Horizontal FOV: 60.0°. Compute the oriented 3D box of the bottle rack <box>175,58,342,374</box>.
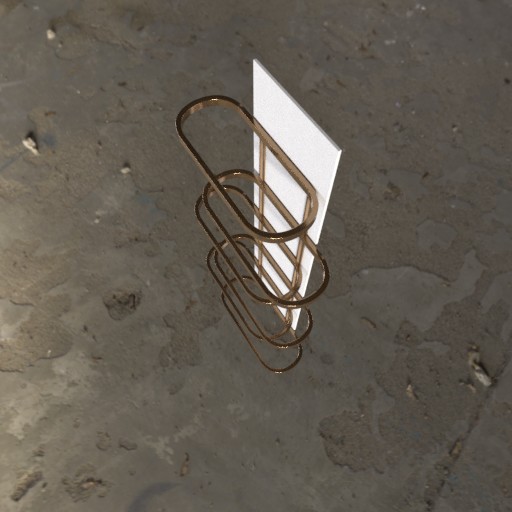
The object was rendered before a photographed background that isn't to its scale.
[{"bbox_3d":[0.000,0.000,0.844,0.118,0.709,0.332,-30,67,-14],"label":"bottle rack"}]
